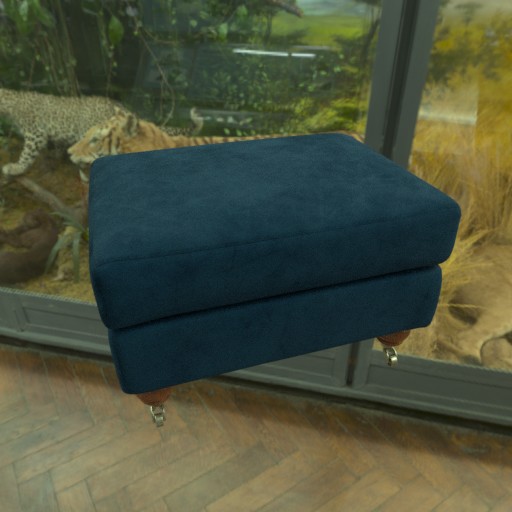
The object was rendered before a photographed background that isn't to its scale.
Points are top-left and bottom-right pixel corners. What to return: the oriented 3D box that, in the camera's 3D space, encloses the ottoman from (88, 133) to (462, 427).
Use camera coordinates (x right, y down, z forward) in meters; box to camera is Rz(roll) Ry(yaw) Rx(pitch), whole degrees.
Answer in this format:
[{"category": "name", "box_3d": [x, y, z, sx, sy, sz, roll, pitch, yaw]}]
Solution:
[{"category": "ottoman", "box_3d": [0.000, 0.000, 1.157, 0.773, 0.503, 0.572, -10, 34, -15]}]
